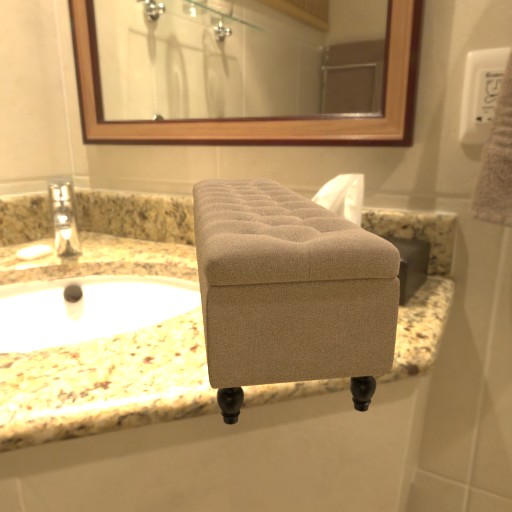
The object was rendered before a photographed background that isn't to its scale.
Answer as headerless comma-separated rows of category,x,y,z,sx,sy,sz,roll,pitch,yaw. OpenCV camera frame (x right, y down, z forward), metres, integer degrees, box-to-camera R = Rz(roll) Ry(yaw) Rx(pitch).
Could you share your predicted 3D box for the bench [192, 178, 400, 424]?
bench,0.000,0.000,1.718,0.455,0.467,1.480,-2,16,-8
